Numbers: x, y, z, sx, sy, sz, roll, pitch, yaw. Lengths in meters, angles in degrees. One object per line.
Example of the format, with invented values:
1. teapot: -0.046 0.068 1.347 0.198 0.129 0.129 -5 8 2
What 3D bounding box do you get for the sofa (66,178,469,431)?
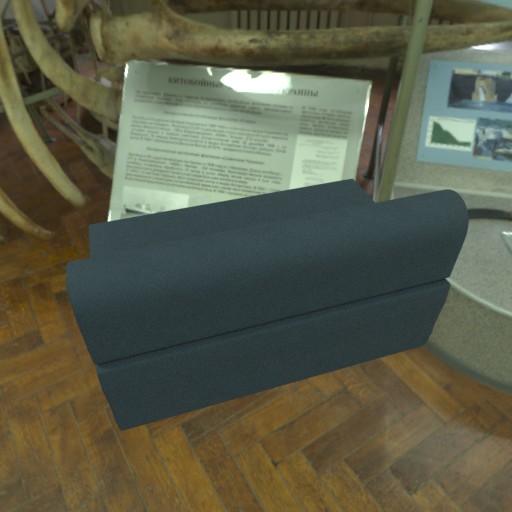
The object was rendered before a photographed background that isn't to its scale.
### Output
1. sofa: 0.000 0.000 1.694 1.219 0.660 0.762 -12 42 -13
